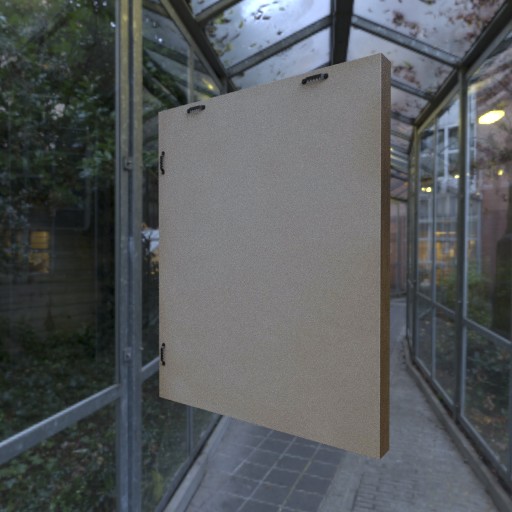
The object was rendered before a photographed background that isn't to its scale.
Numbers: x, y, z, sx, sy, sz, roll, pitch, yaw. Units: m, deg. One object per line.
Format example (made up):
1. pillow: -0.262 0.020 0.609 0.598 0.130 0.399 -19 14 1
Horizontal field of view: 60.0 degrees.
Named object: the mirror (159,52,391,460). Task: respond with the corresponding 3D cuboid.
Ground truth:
1. mirror: 0.000 0.000 0.683 0.405 0.508 0.041 1 1 36
